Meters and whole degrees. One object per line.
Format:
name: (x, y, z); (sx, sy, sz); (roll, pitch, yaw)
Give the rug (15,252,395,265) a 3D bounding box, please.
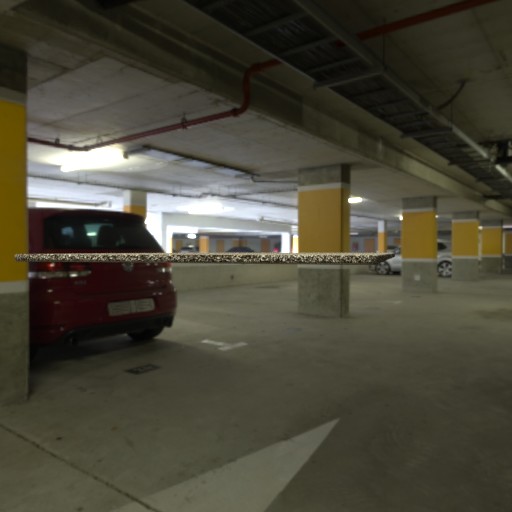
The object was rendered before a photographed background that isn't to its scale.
rug: (0.000, 0.000, 2.074); (1.198, 0.025, 1.601); (0, 1, 19)
